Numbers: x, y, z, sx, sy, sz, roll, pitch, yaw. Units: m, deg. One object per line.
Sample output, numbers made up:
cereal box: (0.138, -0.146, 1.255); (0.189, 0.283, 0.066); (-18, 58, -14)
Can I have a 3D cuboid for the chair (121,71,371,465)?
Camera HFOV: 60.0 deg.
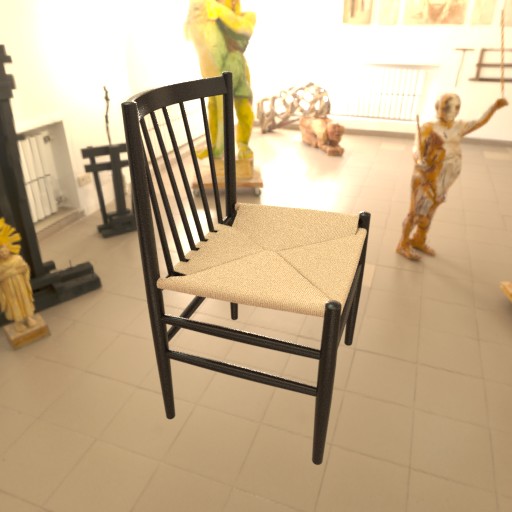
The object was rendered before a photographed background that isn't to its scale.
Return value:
chair: (0.000, 0.000, 1.139); (0.516, 0.818, 0.495); (10, 31, 17)
